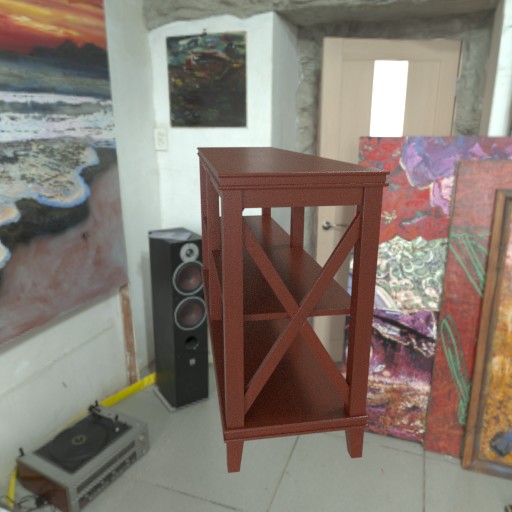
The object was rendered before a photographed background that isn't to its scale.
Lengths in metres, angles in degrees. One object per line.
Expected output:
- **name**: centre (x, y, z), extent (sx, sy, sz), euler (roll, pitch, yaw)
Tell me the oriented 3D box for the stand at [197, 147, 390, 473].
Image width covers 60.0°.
- **stand**: centre (0.000, 0.000, 1.704), extent (0.381, 0.762, 1.372), euler (-3, 16, -9)
